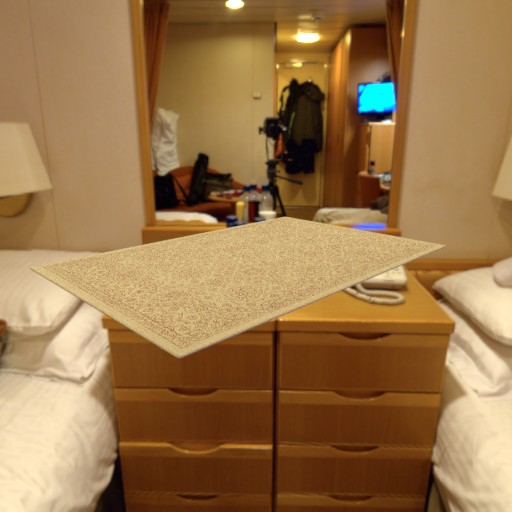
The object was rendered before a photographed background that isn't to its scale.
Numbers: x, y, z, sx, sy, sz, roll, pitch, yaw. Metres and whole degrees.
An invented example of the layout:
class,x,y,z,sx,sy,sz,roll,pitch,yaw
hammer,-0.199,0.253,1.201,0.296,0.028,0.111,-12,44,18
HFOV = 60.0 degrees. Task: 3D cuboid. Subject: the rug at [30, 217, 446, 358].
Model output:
class,x,y,z,sx,sy,sz,roll,pitch,yaw
rug,0.000,0.000,2.308,1.829,0.010,1.219,-15,22,-43
